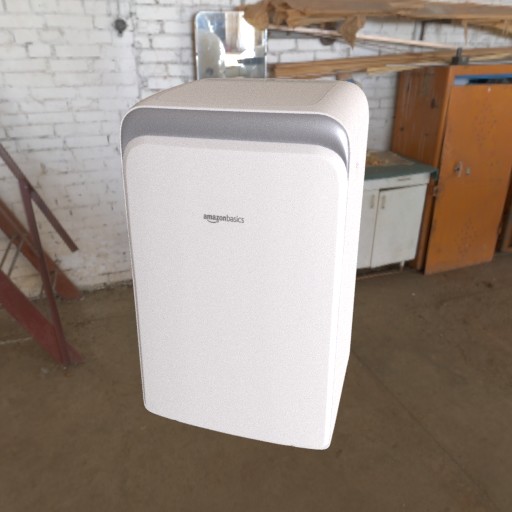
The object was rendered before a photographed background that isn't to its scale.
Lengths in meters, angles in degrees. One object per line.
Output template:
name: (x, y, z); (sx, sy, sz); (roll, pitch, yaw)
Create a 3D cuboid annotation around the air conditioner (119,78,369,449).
air conditioner: (0.000, 0.000, 1.055); (0.478, 0.765, 0.467); (7, 26, 14)
